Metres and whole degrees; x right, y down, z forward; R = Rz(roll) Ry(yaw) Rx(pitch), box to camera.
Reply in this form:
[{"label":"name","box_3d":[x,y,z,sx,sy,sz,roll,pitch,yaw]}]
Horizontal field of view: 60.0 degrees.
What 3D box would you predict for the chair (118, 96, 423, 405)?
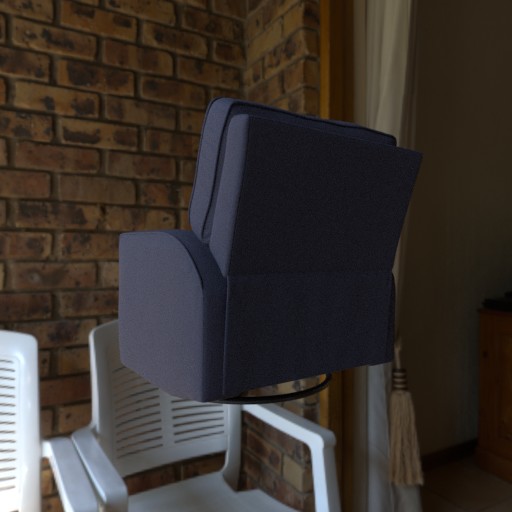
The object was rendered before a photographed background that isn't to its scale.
[{"label":"chair","box_3d":[0.000,0.000,1.706,0.861,0.962,0.964,0,0,-35]}]
